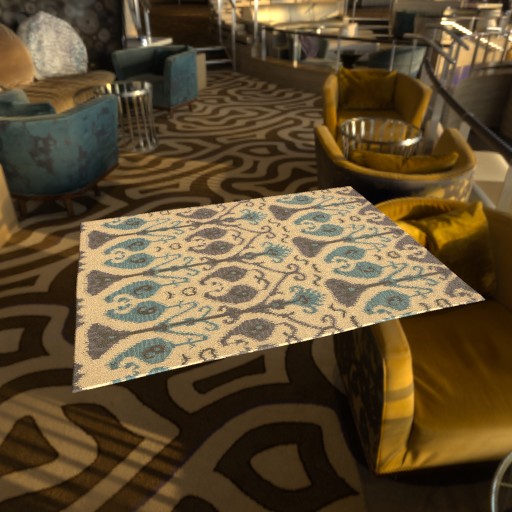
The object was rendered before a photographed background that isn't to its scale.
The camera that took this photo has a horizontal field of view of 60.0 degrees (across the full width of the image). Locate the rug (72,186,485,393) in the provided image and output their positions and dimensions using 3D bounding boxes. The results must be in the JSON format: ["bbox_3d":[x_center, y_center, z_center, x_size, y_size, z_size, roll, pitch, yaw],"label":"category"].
[{"bbox_3d":[0.000,0.000,2.947,2.261,0.013,1.676,-10,34,-14],"label":"rug"}]
